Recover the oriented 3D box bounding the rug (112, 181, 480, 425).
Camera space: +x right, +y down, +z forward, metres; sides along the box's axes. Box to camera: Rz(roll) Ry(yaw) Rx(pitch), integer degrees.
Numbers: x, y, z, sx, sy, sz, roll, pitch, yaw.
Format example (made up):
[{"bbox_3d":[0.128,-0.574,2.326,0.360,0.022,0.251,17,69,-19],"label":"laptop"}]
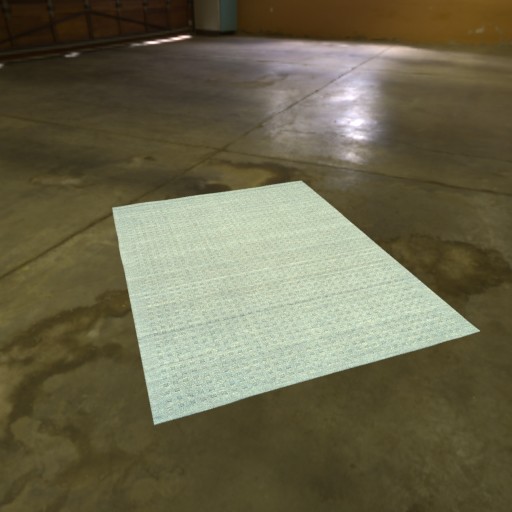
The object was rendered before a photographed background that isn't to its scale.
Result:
[{"bbox_3d":[0.000,0.000,4.252,2.443,0.007,3.200,-11,33,-17],"label":"rug"}]
